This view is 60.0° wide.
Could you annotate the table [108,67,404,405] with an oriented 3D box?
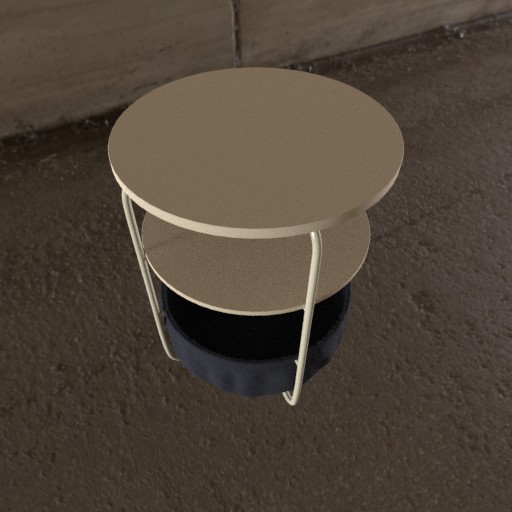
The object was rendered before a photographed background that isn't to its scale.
[{"bbox_3d":[0.000,0.000,0.836,0.418,0.532,0.418,17,49,15],"label":"table"}]
